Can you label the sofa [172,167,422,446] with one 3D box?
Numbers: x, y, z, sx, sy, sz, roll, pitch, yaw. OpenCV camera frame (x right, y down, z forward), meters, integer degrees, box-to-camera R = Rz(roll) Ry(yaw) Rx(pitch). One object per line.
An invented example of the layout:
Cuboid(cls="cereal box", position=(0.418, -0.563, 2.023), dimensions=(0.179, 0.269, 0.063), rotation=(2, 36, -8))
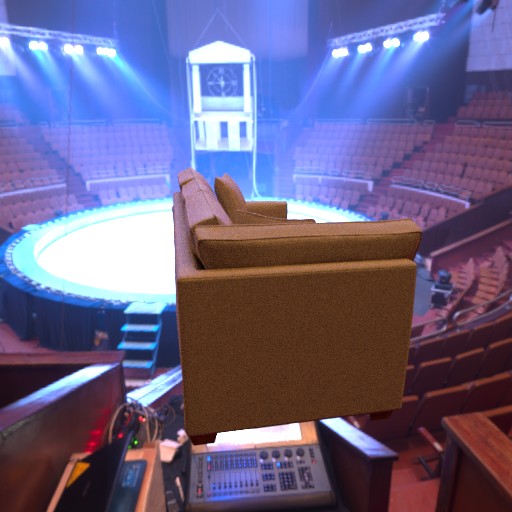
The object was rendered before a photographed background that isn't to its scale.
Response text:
Cuboid(cls="sofa", position=(0.000, 0.000, 2.895), dimensions=(1.061, 0.962, 2.317), rotation=(-3, 17, -10))
